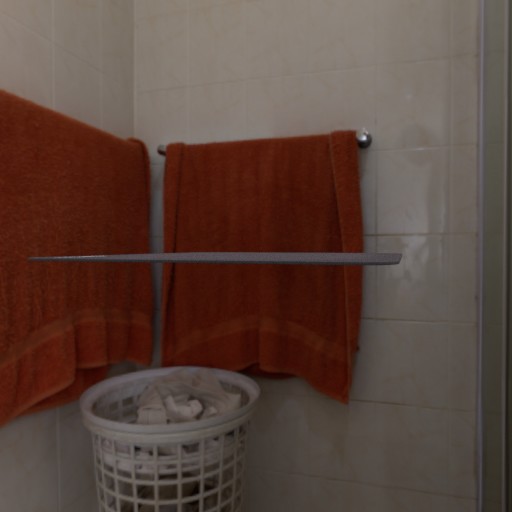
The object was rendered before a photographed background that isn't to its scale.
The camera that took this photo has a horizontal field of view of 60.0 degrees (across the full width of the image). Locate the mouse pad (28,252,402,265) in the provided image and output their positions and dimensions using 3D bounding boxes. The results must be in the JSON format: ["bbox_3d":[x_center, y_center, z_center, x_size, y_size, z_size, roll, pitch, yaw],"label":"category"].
[{"bbox_3d":[0.000,0.000,0.431,0.269,0.002,0.315,0,1,19],"label":"mouse pad"}]
